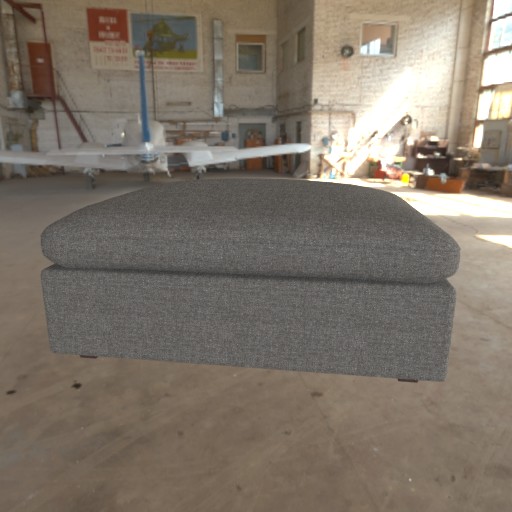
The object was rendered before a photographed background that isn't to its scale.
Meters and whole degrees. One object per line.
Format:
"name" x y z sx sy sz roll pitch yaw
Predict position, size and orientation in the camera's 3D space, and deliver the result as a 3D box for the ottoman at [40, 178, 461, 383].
"ottoman" 0.000 0.000 1.416 1.041 0.483 0.711 2 15 8
